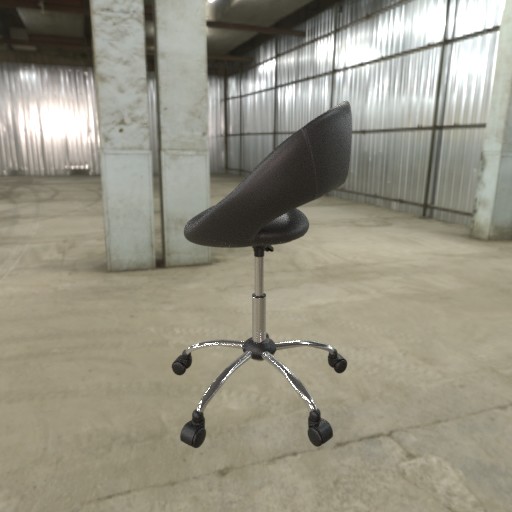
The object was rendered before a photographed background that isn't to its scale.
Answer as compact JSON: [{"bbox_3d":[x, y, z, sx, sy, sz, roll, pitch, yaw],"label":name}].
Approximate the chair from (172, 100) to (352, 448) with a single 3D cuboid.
[{"bbox_3d":[0.000,0.000,1.204,0.538,0.791,0.612,2,14,8],"label":"chair"}]
